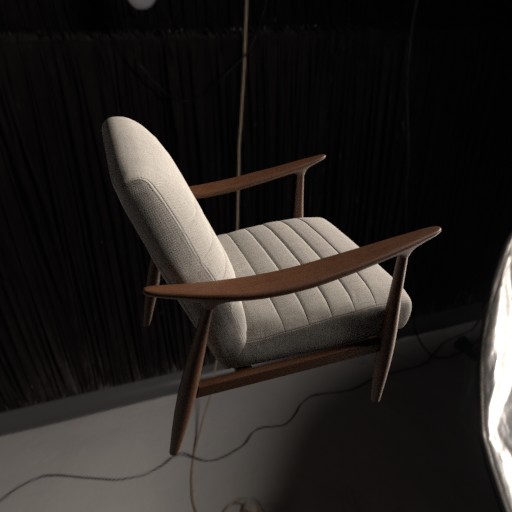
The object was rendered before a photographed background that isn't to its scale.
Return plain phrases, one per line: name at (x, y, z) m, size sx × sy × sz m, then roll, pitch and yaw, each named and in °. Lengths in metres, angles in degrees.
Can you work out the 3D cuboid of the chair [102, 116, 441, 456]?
chair at (0.000, 0.000, 1.414) m, size 0.798 × 0.832 × 0.741 m, roll -10°, pitch 32°, yaw -17°
